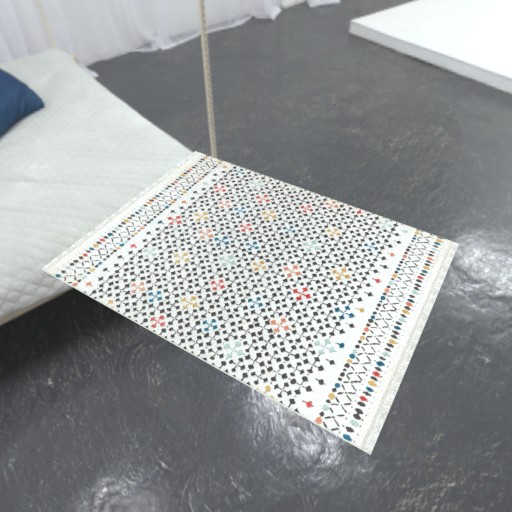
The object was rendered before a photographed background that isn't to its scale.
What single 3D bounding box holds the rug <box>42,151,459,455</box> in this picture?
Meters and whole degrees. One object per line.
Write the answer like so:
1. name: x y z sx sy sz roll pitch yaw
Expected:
1. rug: 0.000 0.000 4.197 3.196 0.007 2.354 23 50 22
